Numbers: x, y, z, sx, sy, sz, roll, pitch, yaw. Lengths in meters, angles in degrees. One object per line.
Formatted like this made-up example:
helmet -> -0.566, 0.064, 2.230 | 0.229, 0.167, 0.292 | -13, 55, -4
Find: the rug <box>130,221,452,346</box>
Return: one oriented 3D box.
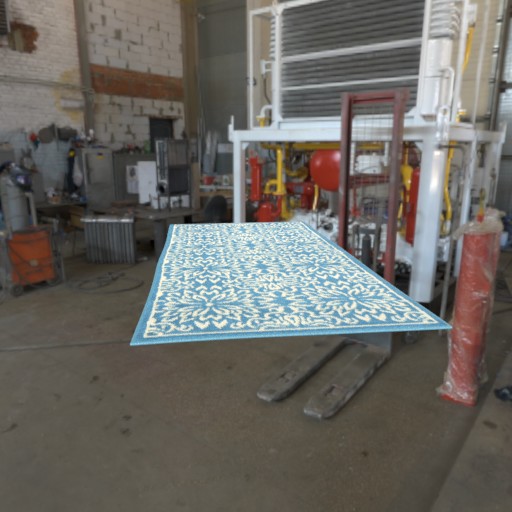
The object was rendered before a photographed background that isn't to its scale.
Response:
rug -> 0.000, 0.000, 1.398 | 0.604, 0.007, 1.219 | -2, 14, -7
